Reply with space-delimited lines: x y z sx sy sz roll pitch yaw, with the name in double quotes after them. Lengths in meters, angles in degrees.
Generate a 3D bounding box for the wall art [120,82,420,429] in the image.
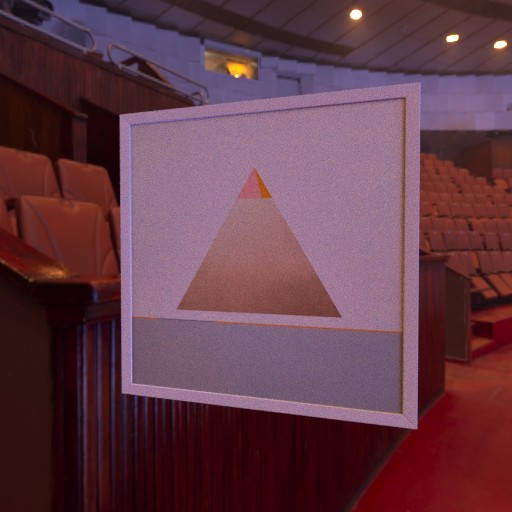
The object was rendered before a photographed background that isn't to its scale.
0.000 0.000 1.116 0.768 0.765 0.041 0 2 18 "wall art"
